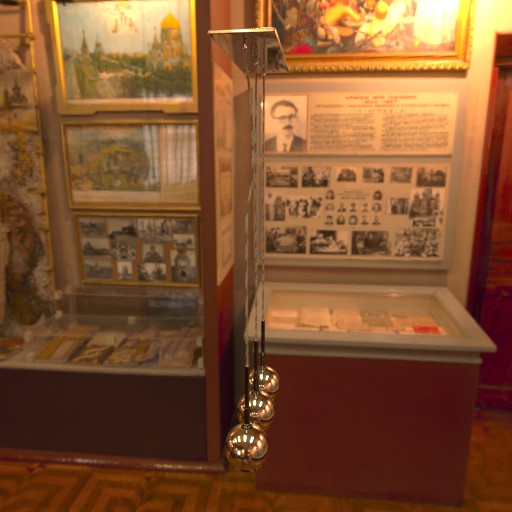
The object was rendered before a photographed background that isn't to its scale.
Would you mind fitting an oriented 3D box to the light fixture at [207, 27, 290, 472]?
[{"bbox_3d":[0.000,0.000,1.657,0.188,1.408,0.623,2,13,8],"label":"light fixture"}]
